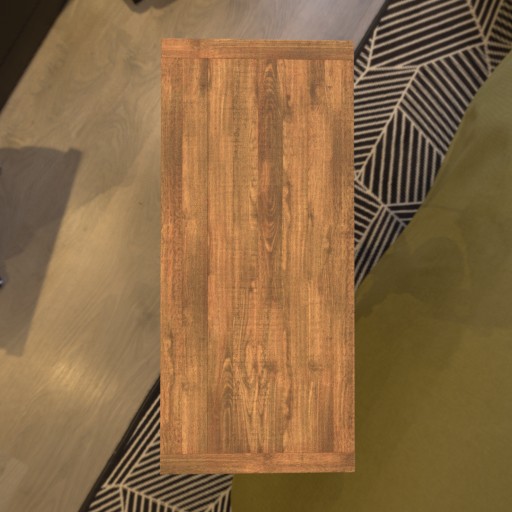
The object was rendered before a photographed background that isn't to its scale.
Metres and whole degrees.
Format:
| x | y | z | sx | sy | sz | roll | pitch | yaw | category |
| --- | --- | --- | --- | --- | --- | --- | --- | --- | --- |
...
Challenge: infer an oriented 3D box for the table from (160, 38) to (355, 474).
| x | y | z | sx | sy | sz | roll | pitch | yaw | category |
| --- | --- | --- | --- | --- | --- | --- | --- | --- | --- |
| 0.000 | 0.000 | 2.440 | 0.907 | 0.733 | 2.031 | 0 | 89 | -1 | table |
